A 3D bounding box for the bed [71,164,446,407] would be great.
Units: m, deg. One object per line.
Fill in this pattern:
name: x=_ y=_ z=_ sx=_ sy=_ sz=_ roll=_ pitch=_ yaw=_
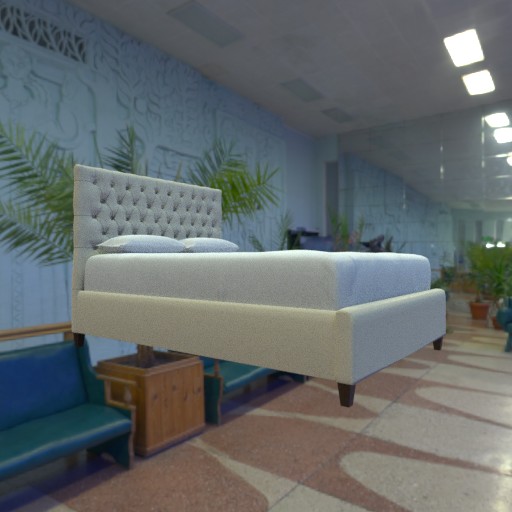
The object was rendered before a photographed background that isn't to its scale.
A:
bed: x=0.000 y=0.000 z=3.434 sx=2.387 sy=1.427 sz=1.698 roll=0 pitch=0 yaw=37
